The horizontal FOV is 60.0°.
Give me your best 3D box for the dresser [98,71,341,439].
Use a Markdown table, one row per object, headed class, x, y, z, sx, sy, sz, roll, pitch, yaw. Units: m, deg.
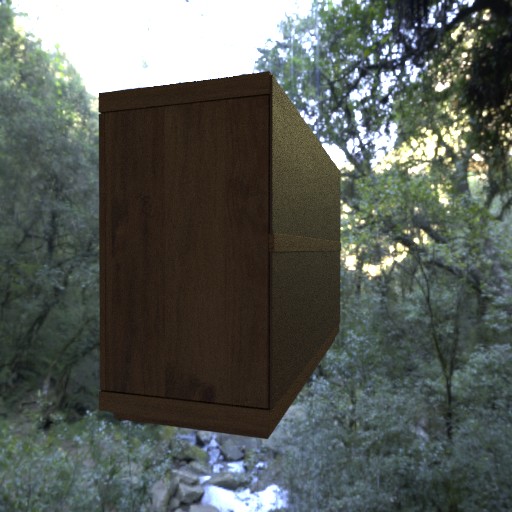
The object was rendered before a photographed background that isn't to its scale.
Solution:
| class | x | y | z | sx | sy | sz | roll | pitch | yaw |
| --- | --- | --- | --- | --- | --- | --- | --- | --- | --- |
| dresser | 0.000 | 0.000 | 1.638 | 0.479 | 0.825 | 1.261 | 0 | 1 | 18 |
